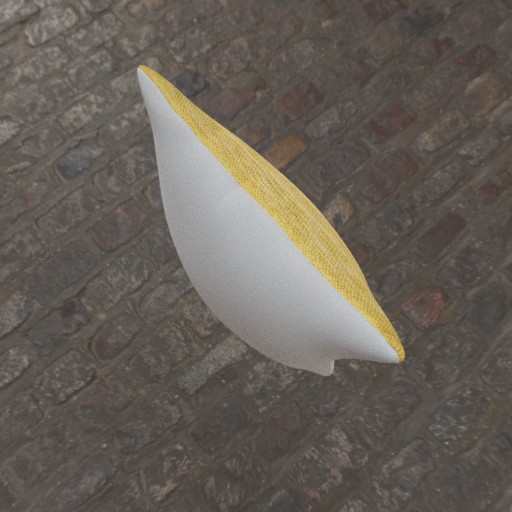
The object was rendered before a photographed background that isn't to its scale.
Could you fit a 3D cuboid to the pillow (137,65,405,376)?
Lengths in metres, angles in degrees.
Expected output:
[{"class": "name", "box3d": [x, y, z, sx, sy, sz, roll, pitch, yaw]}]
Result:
[{"class": "pillow", "box3d": [0.000, 0.000, 0.693, 0.211, 0.450, 0.450, -38, 77, -11]}]
